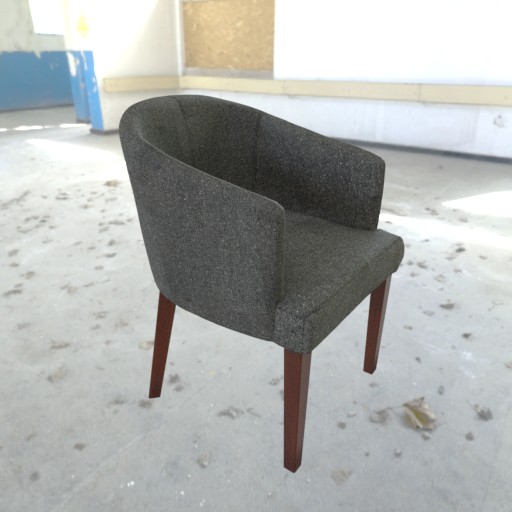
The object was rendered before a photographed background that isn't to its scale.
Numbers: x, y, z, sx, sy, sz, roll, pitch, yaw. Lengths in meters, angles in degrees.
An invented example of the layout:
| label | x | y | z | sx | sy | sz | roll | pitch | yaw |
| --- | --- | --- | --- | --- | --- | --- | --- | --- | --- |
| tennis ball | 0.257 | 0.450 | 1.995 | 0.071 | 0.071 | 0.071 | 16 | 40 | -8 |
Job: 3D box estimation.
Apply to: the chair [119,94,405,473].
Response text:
| label | x | y | z | sx | sy | sz | roll | pitch | yaw |
| --- | --- | --- | --- | --- | --- | --- | --- | --- | --- |
| chair | 0.000 | 0.000 | 1.230 | 0.655 | 0.811 | 0.583 | 17 | 30 | 33 |
